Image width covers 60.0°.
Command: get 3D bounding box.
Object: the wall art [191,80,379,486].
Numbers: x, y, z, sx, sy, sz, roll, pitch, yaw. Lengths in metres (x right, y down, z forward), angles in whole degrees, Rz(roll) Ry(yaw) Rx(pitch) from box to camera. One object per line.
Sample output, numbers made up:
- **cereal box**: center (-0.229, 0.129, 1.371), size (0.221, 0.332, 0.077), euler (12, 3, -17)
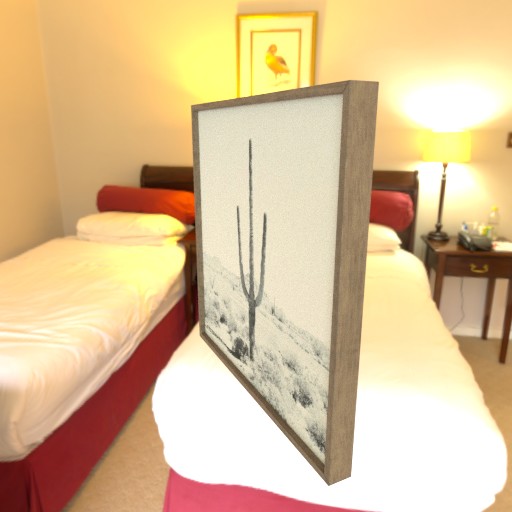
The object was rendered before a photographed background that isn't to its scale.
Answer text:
- **wall art**: center (0.000, 0.000, 0.751), size (0.038, 0.508, 0.508), euler (-8, 17, -26)
